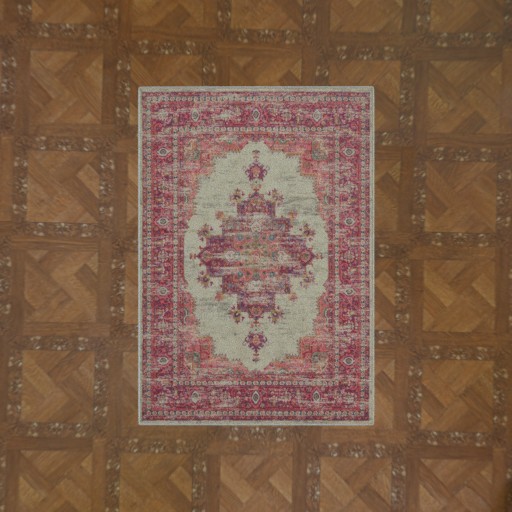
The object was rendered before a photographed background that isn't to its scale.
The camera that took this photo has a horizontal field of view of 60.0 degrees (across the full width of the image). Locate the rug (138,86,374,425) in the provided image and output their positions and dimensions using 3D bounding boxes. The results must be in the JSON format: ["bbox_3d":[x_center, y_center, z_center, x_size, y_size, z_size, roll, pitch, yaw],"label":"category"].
[{"bbox_3d":[0.000,0.000,3.766,2.005,0.014,2.878,0,90,0],"label":"rug"}]
